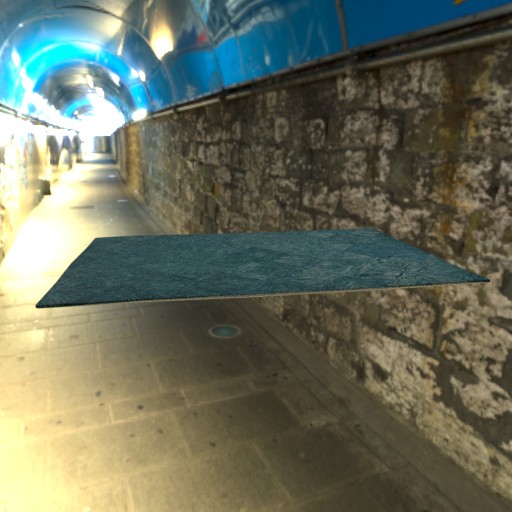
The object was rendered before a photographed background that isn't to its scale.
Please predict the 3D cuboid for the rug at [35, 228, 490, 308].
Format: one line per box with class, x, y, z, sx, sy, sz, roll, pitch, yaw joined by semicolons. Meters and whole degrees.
rug;0.000;0.000;2.177;1.728;0.017;1.136;-2;15;-9
